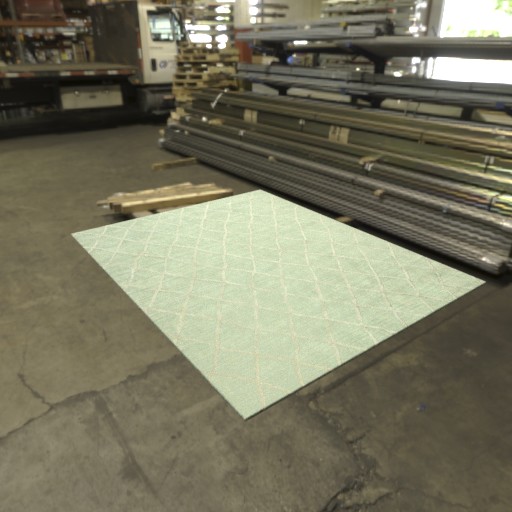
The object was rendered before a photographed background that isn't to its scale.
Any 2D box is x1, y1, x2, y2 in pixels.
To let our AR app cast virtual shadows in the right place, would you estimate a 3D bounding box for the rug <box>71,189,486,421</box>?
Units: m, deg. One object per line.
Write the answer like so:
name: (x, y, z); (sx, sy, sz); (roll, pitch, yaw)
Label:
rug: (0.000, 0.000, 4.053); (2.420, 0.019, 3.039); (-18, 32, -32)
